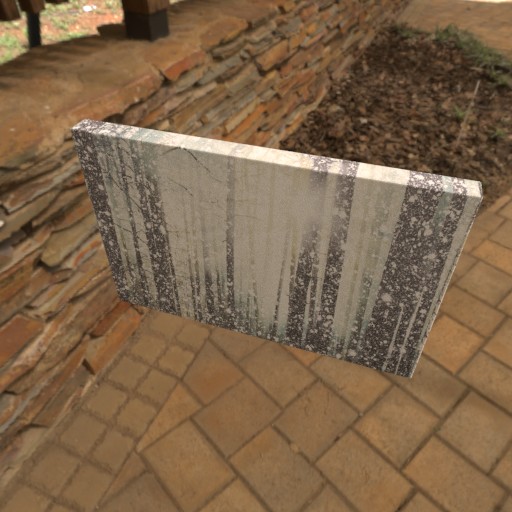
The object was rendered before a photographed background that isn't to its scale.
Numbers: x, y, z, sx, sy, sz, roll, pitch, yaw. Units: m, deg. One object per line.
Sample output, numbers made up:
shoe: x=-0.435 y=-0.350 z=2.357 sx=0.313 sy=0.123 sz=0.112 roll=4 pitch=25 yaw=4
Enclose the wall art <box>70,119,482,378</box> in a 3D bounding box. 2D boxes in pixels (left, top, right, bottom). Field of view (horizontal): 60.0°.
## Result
wall art: x=0.000 y=0.000 z=0.777 sx=0.618 sy=0.398 sz=0.042 roll=13 pitch=42 yaw=14
